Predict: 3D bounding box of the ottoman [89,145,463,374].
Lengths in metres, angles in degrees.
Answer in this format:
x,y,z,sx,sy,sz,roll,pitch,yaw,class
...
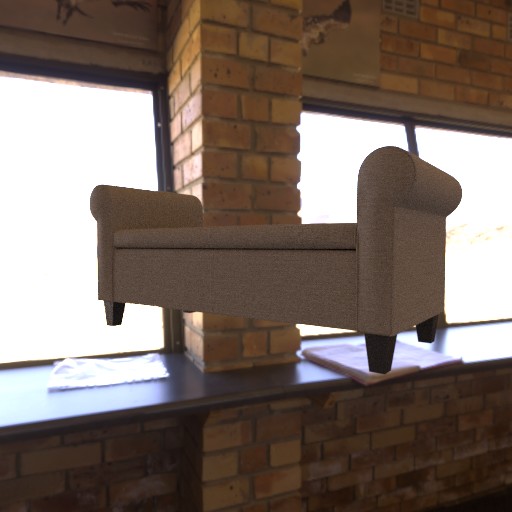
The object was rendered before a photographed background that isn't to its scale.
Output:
x,y,z,sx,sy,sz,roll,pitch,yaw,class
0.000,0.000,1.574,1.256,0.547,0.521,1,2,36,ottoman
